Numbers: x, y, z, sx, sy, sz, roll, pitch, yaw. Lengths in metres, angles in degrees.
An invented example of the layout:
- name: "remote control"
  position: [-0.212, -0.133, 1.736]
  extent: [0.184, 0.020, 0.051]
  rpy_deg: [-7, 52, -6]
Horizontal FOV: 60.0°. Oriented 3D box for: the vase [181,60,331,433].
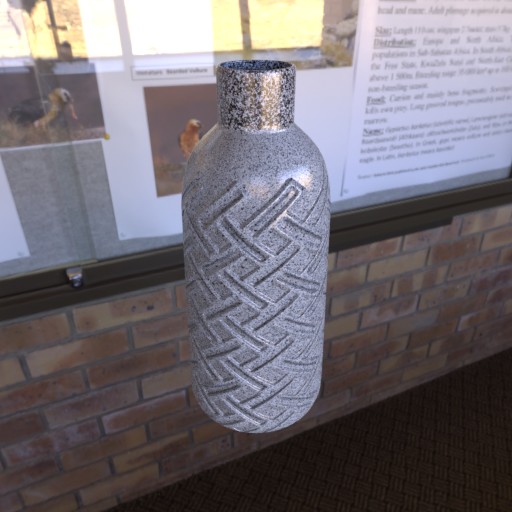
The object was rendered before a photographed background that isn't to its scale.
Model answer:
- name: "vase"
  position: [0.000, 0.000, 0.353]
  extent: [0.122, 0.282, 0.122]
  rpy_deg: [0, 31, 0]
